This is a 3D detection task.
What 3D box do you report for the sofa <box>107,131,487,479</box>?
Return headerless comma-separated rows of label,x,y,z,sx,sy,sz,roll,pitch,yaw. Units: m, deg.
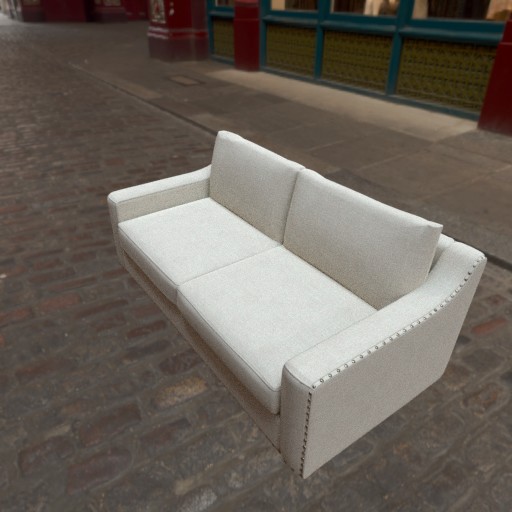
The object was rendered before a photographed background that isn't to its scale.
sofa,0.000,0.000,2.644,1.104,0.983,2.107,-21,38,-30
